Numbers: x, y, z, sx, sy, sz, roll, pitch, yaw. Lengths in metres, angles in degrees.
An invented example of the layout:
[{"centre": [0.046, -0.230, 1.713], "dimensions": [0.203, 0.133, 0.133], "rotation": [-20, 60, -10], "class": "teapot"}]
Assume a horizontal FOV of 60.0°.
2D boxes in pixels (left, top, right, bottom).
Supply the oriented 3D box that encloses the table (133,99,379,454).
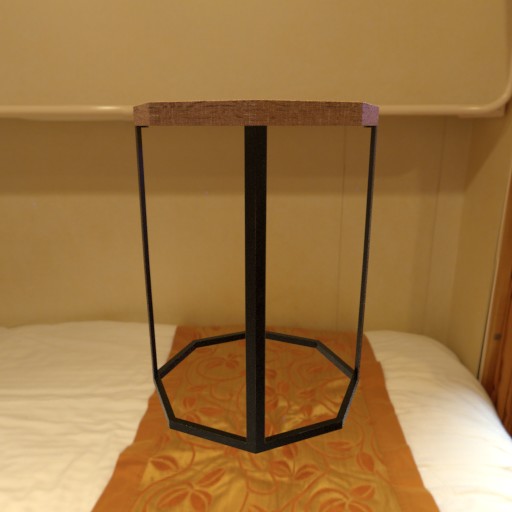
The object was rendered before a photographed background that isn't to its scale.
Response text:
[{"centre": [0.000, 0.000, 0.864], "dimensions": [0.437, 0.553, 0.437], "rotation": [-16, 23, -43], "class": "table"}]
